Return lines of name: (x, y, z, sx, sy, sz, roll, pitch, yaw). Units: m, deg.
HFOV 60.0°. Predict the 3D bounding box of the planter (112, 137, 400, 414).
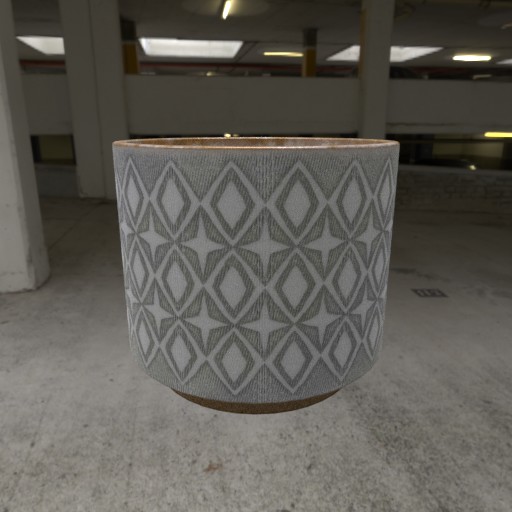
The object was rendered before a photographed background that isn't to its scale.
planter: (0.000, 0.000, 0.442, 0.255, 0.223, 0.255, 0, 16, 0)
